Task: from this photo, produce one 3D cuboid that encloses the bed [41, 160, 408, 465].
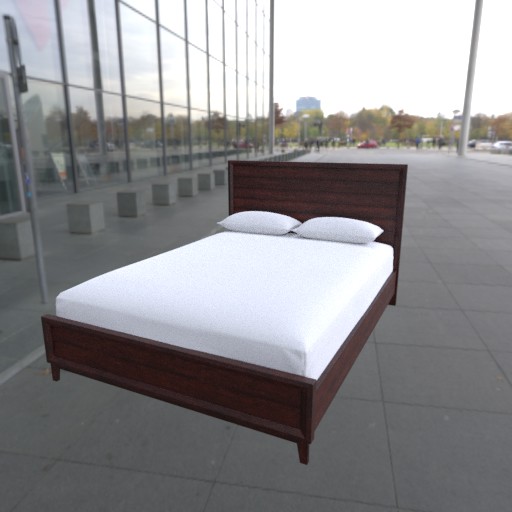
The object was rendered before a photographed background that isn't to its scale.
[{"bbox_3d":[0.000,0.000,3.871,2.040,1.492,2.803,7,16,25],"label":"bed"}]
